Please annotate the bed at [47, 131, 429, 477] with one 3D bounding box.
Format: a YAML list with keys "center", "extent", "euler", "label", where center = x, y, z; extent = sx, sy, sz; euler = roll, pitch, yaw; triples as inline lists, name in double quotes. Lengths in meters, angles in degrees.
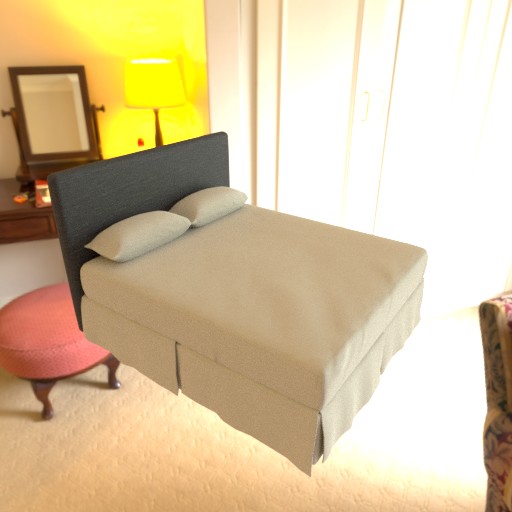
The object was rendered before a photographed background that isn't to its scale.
- center: [0.000, 0.000, 3.285]
  extent: [2.142, 1.330, 1.884]
  euler: [18, 31, 31]
  label: "bed"
